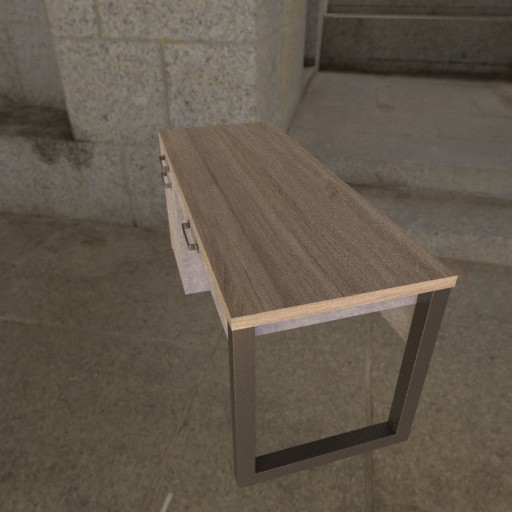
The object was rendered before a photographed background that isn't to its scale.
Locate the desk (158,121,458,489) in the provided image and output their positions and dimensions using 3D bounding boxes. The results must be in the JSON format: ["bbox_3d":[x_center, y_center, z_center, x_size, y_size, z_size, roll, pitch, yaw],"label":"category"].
[{"bbox_3d":[0.000,0.000,2.069,0.690,0.760,1.700,-9,33,-14],"label":"desk"}]
